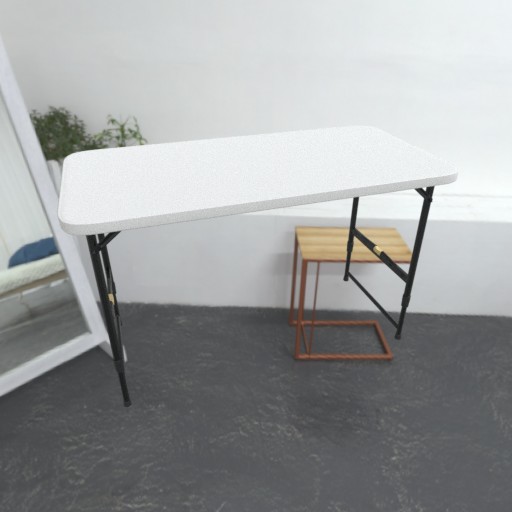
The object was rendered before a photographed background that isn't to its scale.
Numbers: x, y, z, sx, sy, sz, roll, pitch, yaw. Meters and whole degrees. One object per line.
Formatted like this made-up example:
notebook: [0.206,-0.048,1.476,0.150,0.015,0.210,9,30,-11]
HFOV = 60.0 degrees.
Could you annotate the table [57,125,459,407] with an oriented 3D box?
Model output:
table: [0.000,0.000,1.665,1.219,0.737,0.610,-10,32,-16]
